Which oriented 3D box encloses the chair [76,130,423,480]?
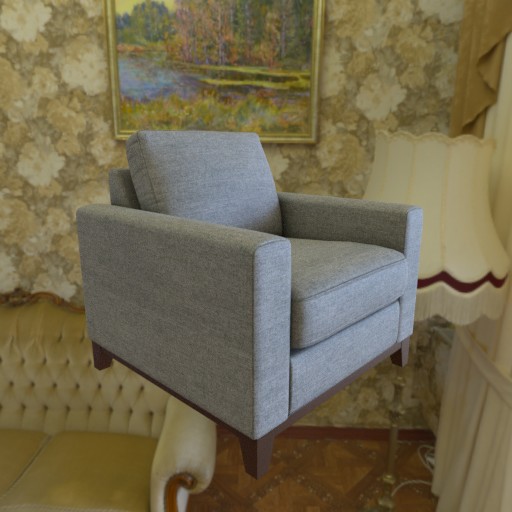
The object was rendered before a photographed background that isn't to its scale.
[{"bbox_3d":[0.000,0.000,1.831,1.038,1.010,1.024,13,19,42],"label":"chair"}]
